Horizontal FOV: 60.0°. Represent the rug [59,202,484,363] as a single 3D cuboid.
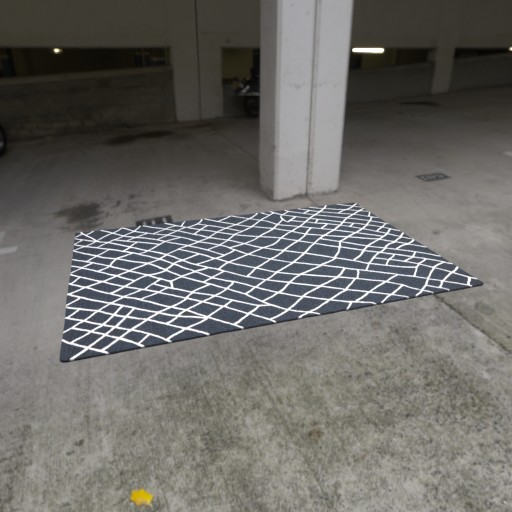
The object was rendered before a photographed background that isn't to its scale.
[{"bbox_3d":[0.000,0.000,2.315,1.830,0.013,1.223,-8,27,-16],"label":"rug"}]
